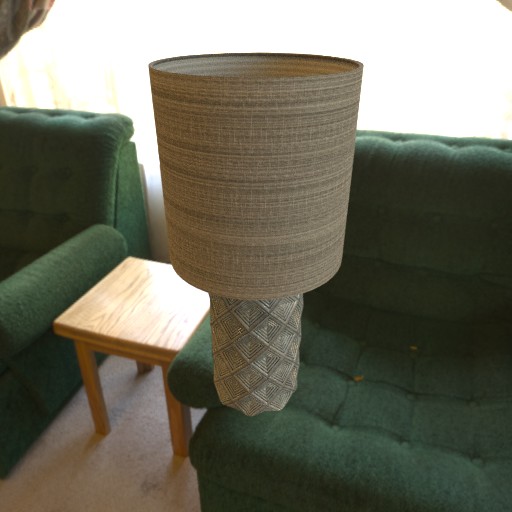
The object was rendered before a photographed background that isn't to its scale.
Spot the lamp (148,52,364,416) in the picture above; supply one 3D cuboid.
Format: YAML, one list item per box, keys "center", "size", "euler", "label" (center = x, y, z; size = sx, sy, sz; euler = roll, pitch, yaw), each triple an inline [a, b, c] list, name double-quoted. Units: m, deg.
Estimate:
- center: [0.000, 0.000, 0.703]
  size: [0.268, 0.566, 0.269]
  euler: [1, 30, 2]
  label: "lamp"
